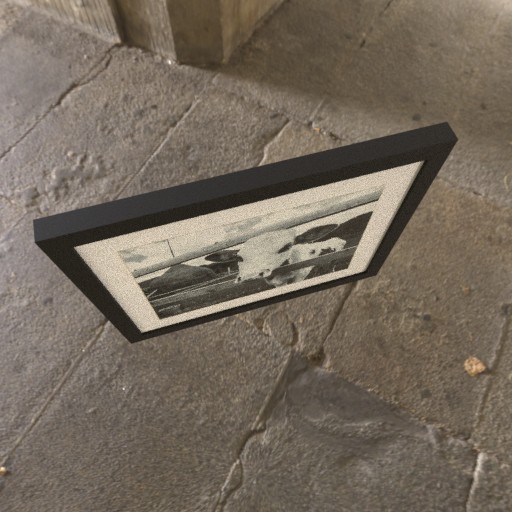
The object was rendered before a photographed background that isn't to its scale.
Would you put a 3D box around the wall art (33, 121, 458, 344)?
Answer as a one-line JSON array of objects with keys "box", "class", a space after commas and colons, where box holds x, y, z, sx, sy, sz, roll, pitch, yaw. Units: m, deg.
[{"box": [0.000, 0.000, 0.559, 0.404, 0.329, 0.024, -15, 65, -7], "class": "wall art"}]
